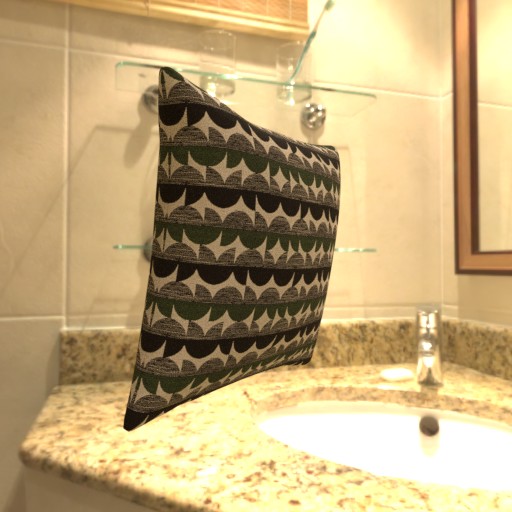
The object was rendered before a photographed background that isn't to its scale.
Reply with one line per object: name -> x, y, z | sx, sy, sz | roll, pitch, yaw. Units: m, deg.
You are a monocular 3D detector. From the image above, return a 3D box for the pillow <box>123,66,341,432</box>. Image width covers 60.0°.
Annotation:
pillow -> 0.000, 0.000, 0.655 | 0.180, 0.404, 0.419 | -1, -1, 36
